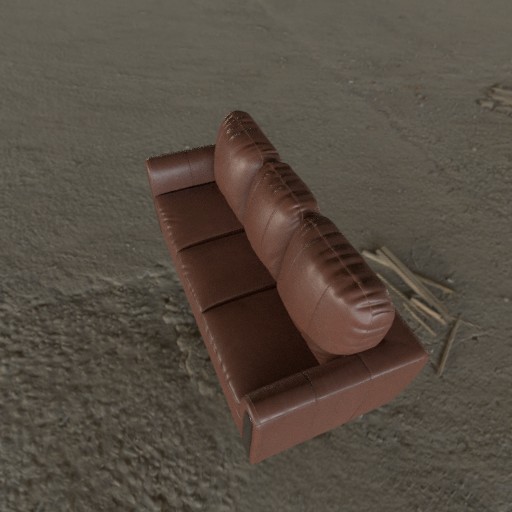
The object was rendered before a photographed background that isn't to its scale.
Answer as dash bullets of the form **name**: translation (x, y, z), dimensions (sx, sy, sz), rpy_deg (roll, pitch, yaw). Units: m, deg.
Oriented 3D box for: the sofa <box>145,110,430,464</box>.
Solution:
- **sofa**: translation (0.000, 0.000, 2.394), dimensions (0.802, 0.915, 1.862), rpy_deg (-17, 48, -15)
